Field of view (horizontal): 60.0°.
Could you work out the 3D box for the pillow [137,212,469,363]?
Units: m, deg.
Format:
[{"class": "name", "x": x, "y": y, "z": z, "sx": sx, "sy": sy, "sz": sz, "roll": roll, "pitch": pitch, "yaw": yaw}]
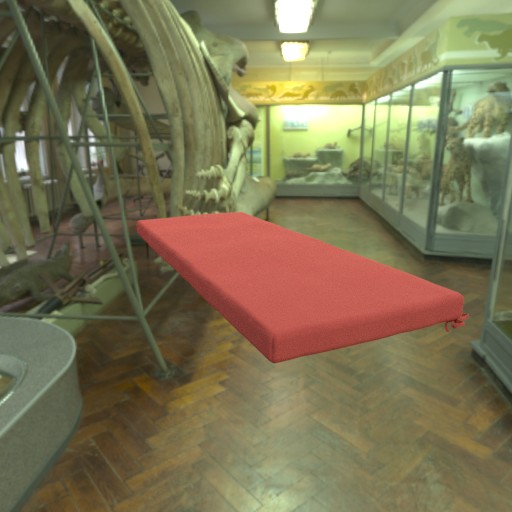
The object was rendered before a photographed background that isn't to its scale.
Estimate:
[{"class": "pillow", "x": 0.000, "y": 0.000, "z": 1.328, "sx": 0.492, "sy": 0.081, "sz": 1.187, "roll": -7, "pitch": 17, "yaw": -25}]
